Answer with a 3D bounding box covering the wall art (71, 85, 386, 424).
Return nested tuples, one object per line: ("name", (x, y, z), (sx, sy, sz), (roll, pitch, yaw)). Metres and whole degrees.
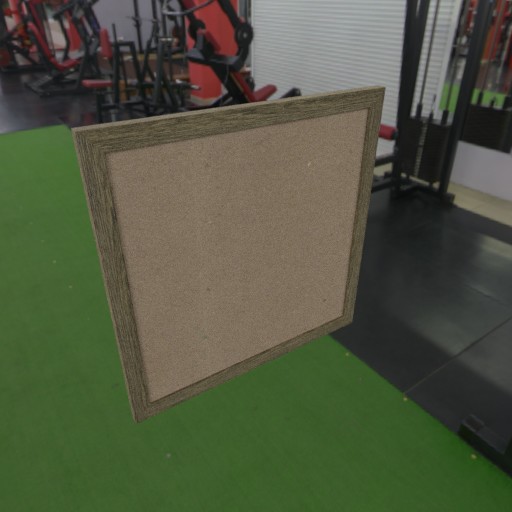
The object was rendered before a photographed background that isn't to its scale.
("wall art", (0.000, 0.000, 0.765), (0.508, 0.508, 0.019), (-18, 36, -28))
